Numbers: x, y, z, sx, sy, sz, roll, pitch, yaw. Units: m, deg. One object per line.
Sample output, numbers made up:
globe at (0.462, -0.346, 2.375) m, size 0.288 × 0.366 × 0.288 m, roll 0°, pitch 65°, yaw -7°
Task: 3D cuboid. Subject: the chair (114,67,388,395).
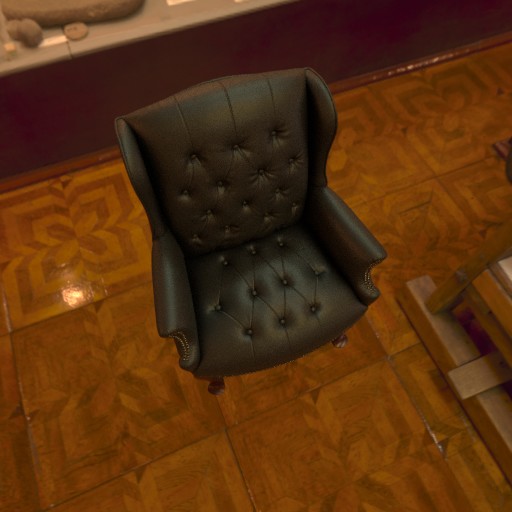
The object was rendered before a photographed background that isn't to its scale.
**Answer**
chair at (0.000, 0.000, 1.698) m, size 0.838 × 1.111 × 0.762 m, roll -19°, pitch 64°, yaw -10°
